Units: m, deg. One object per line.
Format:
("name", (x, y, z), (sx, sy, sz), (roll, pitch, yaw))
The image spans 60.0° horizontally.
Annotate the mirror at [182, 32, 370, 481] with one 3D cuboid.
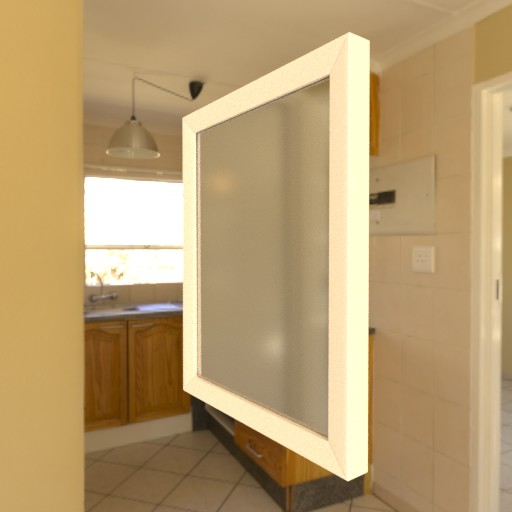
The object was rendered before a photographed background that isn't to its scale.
("mirror", (0.000, 0.000, 0.675), (0.041, 0.508, 0.405), (-1, 1, -36))
